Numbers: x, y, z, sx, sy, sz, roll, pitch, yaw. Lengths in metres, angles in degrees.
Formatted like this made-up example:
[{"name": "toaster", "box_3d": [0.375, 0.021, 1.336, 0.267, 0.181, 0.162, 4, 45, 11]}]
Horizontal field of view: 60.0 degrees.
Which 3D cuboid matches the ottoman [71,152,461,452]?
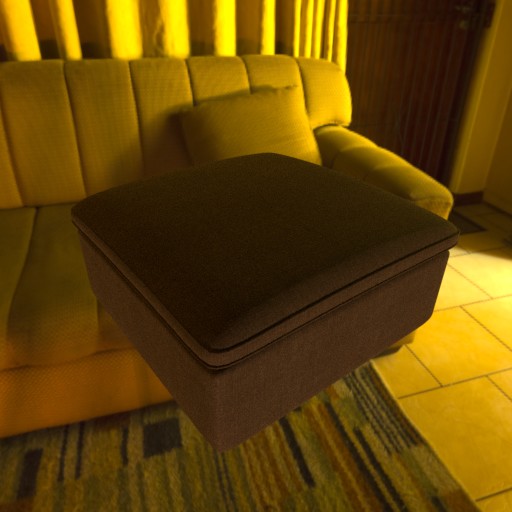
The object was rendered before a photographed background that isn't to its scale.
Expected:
[{"name": "ottoman", "box_3d": [0.000, 0.000, 1.723, 1.067, 0.559, 1.067, -21, 37, -31]}]
